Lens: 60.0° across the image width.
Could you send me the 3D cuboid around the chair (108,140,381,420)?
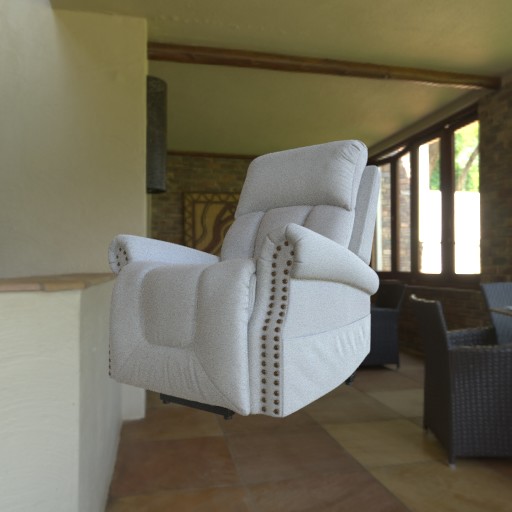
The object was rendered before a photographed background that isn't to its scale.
[{"bbox_3d":[0.000,0.000,1.753,0.871,1.031,0.979,-1,-2,36],"label":"chair"}]
